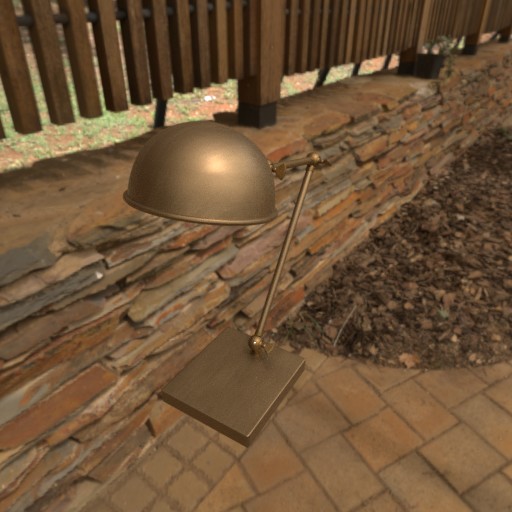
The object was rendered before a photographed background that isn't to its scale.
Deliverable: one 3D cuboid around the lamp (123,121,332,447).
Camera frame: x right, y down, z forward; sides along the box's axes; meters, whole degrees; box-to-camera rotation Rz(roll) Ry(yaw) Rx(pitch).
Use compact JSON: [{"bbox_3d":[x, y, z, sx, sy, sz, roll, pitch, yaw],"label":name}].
[{"bbox_3d":[0.000,0.000,0.557,0.149,0.371,0.339,18,35,27],"label":"lamp"}]
